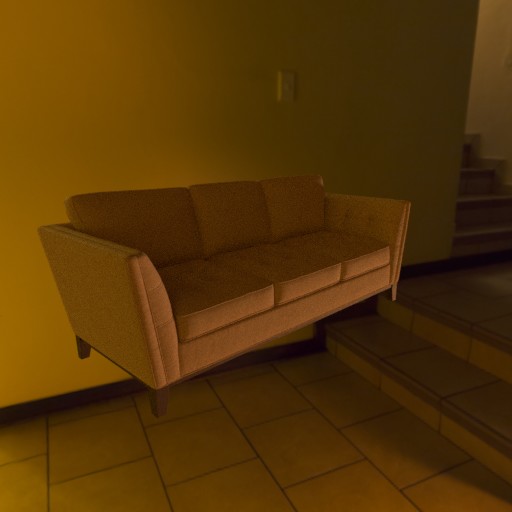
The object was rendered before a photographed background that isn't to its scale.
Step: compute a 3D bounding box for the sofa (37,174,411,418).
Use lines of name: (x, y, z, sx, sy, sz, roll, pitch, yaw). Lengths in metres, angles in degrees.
sofa: (0.000, 0.000, 2.943, 2.388, 0.940, 0.965, -14, 20, -43)
